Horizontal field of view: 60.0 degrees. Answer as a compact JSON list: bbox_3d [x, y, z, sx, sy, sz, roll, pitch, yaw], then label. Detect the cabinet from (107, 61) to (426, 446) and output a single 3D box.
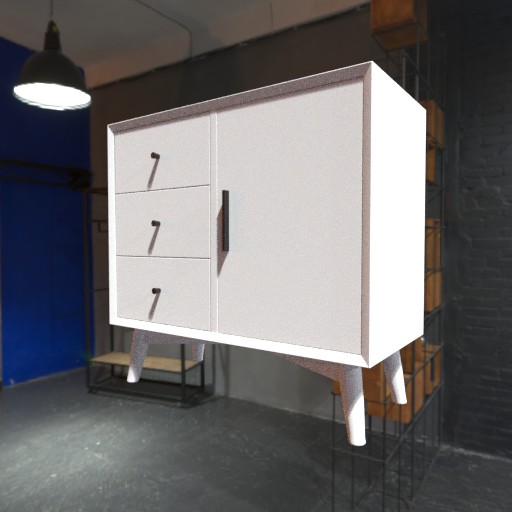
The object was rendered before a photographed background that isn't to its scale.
[{"bbox_3d":[0.000,0.000,1.231,0.800,0.761,0.398,1,2,35],"label":"cabinet"}]
